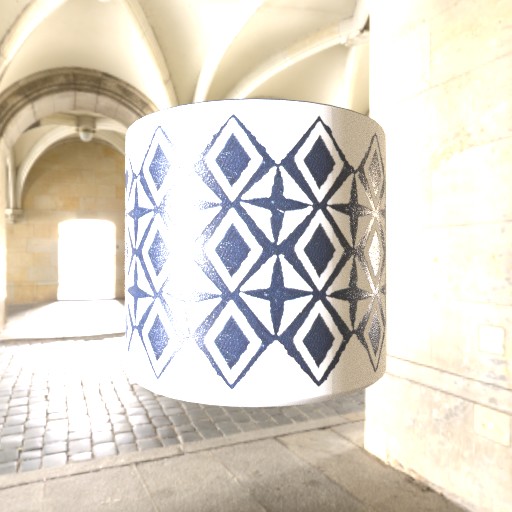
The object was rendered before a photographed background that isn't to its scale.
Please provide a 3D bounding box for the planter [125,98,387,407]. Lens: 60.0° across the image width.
[{"bbox_3d":[0.000,0.000,0.281,0.159,0.144,0.159,0,0,0],"label":"planter"}]
